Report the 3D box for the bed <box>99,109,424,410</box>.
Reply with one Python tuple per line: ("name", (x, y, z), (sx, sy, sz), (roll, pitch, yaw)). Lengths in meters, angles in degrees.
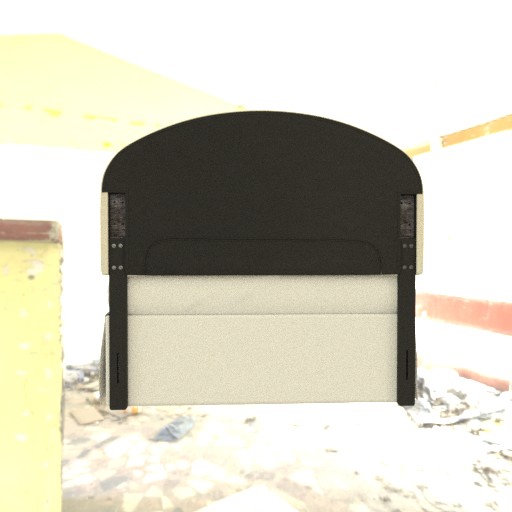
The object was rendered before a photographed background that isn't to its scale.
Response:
("bed", (0.000, 0.000, 3.076), (1.607, 1.410, 2.005), (0, 1, -2))
